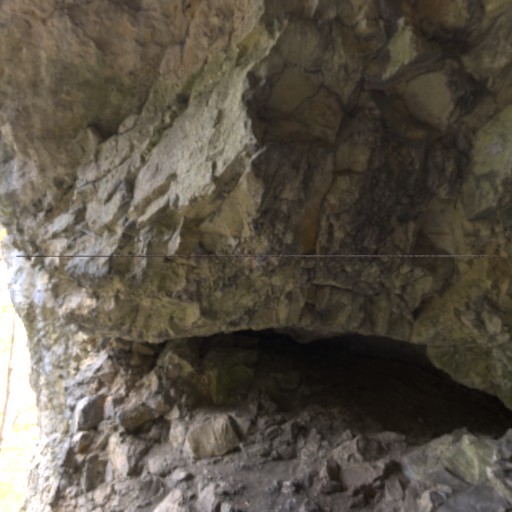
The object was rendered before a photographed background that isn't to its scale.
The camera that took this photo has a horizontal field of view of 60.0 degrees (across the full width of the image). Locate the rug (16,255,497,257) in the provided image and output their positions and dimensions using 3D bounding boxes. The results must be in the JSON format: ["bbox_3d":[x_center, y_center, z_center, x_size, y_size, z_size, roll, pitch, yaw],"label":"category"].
[{"bbox_3d":[0.000,0.000,2.621,2.443,0.009,0.771,0,0,1],"label":"rug"}]
